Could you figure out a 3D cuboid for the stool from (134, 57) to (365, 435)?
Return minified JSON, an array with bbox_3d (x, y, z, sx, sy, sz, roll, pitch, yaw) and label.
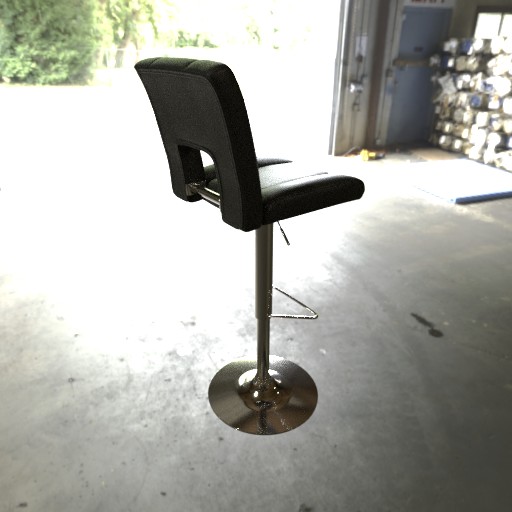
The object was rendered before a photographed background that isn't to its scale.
[{"bbox_3d":[0.000,0.000,1.396,0.520,1.151,0.415,-18,31,-33],"label":"stool"}]
